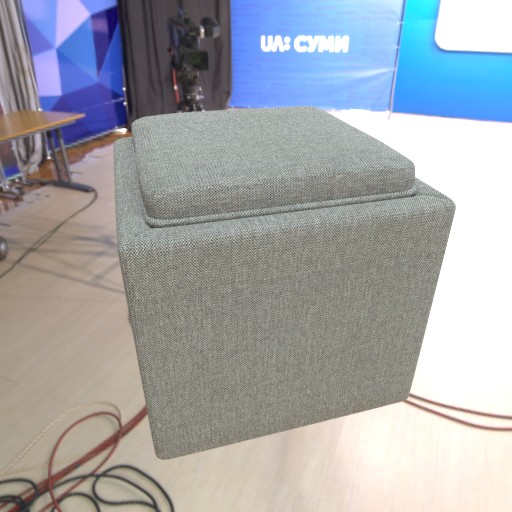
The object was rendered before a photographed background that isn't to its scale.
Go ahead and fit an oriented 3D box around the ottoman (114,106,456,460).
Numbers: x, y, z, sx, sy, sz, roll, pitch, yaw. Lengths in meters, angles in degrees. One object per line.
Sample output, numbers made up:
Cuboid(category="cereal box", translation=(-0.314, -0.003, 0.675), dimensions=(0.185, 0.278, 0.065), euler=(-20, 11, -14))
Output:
Cuboid(category="ottoman", translation=(0.000, 0.000, 0.813), dimensions=(0.450, 0.460, 0.450), euler=(-8, 32, -14))
